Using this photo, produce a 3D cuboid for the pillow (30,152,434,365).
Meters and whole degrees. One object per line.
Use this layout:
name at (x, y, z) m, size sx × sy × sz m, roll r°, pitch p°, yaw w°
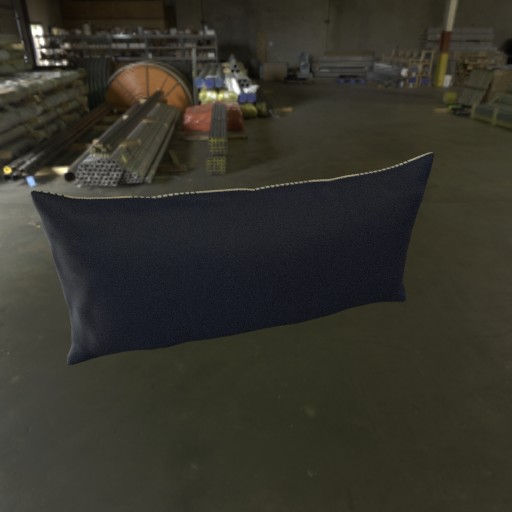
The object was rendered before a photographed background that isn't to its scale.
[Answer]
pillow at (0.000, 0.000, 0.705) m, size 0.610 × 0.287 × 0.151 m, roll -8°, pitch 28°, yaw -16°
